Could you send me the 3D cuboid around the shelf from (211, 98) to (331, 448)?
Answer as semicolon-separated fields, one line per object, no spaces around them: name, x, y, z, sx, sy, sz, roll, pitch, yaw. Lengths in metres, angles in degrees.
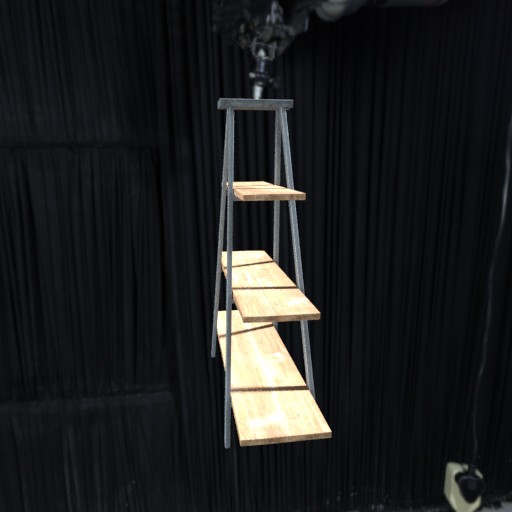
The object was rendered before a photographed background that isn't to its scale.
shelf;0.000;0.000;2.713;0.508;1.808;1.746;-2;12;-9
